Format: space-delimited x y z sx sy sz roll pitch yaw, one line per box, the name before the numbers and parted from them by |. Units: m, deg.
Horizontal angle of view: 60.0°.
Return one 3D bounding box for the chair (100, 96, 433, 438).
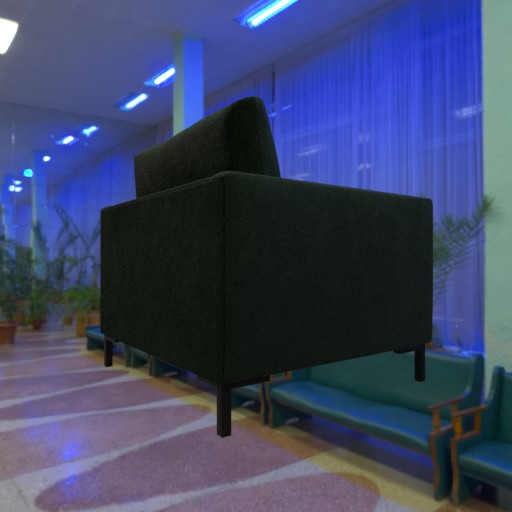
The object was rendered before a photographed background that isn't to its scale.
chair | 0.000 0.000 1.641 0.866 0.861 0.963 0 -1 -36
